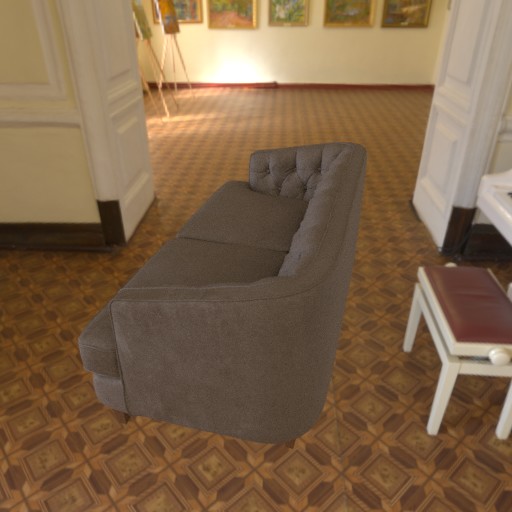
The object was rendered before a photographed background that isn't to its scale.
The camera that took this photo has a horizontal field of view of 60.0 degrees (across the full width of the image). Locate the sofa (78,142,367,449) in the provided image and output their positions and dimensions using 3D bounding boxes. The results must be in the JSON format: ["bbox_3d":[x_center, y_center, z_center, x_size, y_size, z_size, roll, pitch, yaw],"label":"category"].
[{"bbox_3d":[0.000,0.000,2.246,0.941,0.855,1.733,8,32,14],"label":"sofa"}]
